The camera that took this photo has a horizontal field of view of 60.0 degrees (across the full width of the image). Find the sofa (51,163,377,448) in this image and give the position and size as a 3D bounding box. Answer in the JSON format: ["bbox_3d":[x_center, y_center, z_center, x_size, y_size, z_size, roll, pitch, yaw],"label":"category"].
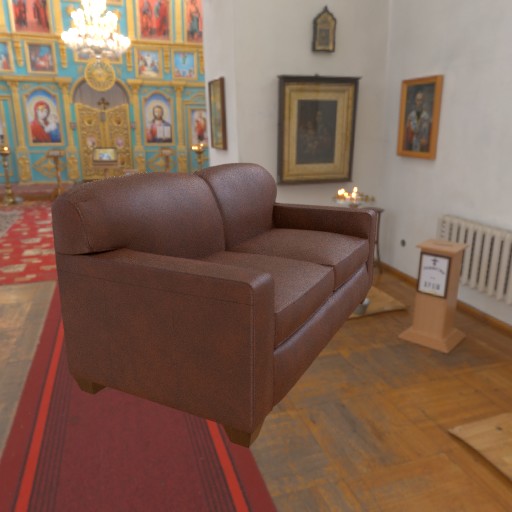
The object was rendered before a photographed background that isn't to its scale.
[{"bbox_3d":[0.000,0.000,2.477,1.000,0.966,1.856,7,16,26],"label":"sofa"}]
